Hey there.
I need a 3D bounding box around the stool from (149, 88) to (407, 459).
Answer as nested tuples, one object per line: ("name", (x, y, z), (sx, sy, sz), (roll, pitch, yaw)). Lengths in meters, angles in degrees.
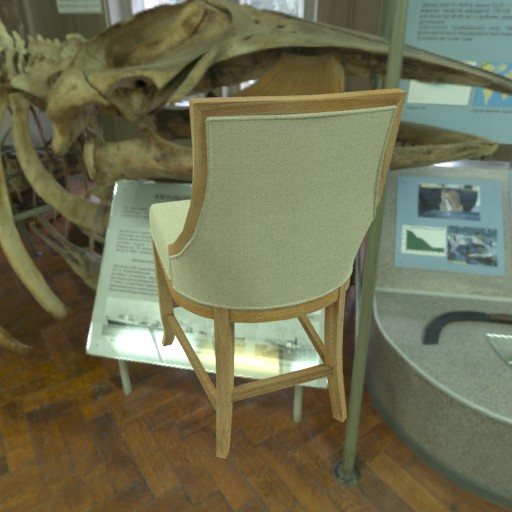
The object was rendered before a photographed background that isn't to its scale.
("stool", (0.000, 0.000, 1.264), (0.524, 0.938, 0.626), (-9, 29, -18))
